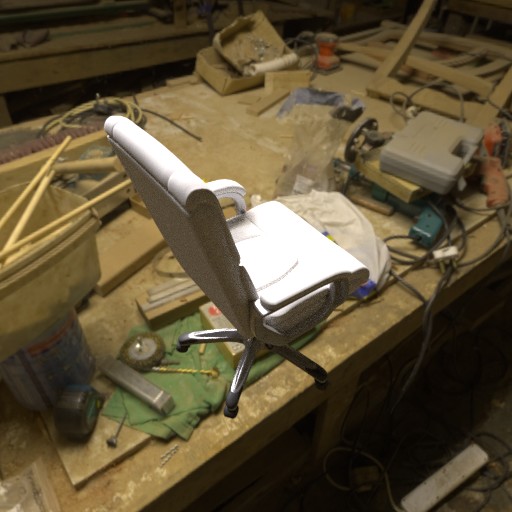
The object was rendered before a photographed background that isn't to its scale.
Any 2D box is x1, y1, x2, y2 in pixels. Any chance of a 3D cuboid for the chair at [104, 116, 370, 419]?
[{"bbox_3d":[0.000,0.000,1.611,0.738,1.120,0.687,-26,48,-26],"label":"chair"}]
